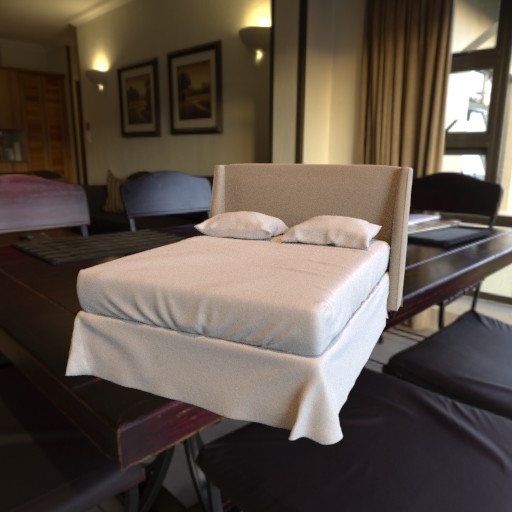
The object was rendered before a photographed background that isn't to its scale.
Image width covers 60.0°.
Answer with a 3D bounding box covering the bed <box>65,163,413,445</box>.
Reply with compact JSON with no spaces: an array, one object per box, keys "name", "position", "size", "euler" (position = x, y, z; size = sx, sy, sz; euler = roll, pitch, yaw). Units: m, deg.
[{"name":"bed","position":[0.000,0.000,3.364],"size":[1.925,1.332,2.276],"euler":[6,14,25]}]
